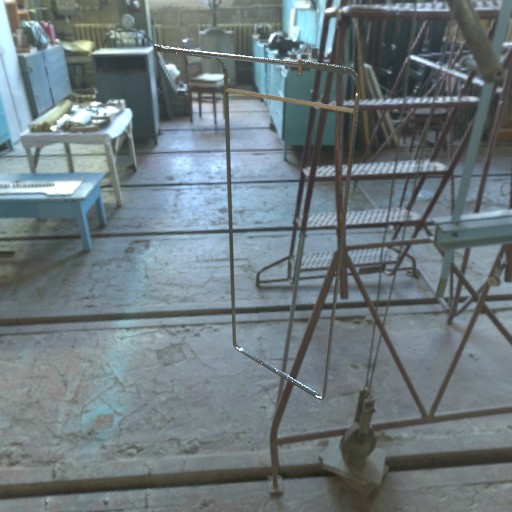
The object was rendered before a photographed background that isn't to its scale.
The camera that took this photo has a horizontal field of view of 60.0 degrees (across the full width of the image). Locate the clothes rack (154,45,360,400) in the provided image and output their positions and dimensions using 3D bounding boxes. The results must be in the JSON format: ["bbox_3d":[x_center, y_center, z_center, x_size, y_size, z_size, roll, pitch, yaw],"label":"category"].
[{"bbox_3d":[0.000,0.000,1.836,0.609,1.574,0.349,23,38,34],"label":"clothes rack"}]
